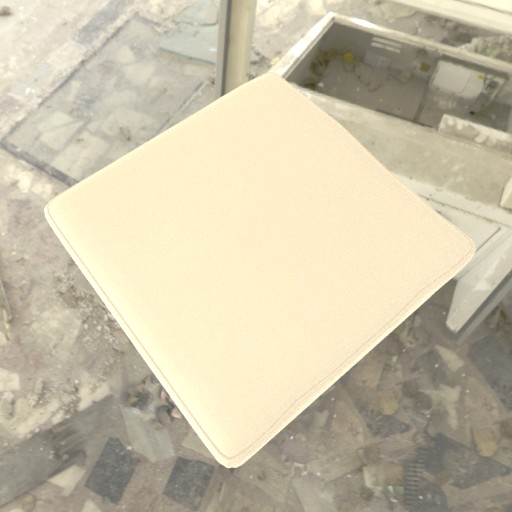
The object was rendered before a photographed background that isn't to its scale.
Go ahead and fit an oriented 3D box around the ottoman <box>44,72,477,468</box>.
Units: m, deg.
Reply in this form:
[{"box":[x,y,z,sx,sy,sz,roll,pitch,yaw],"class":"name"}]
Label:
[{"box":[0.000,0.000,1.323,0.838,0.479,0.838,-36,70,-16],"class":"ottoman"}]
